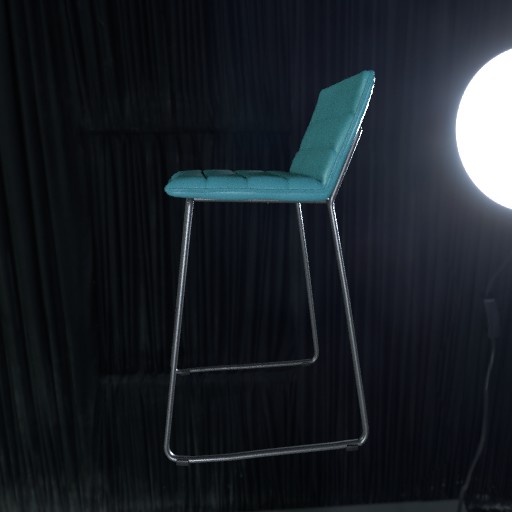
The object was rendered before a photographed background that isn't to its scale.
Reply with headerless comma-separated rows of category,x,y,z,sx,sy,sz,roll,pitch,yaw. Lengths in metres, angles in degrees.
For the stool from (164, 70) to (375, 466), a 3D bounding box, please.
stool,0.000,0.000,1.242,0.524,0.936,0.489,-2,14,-8
